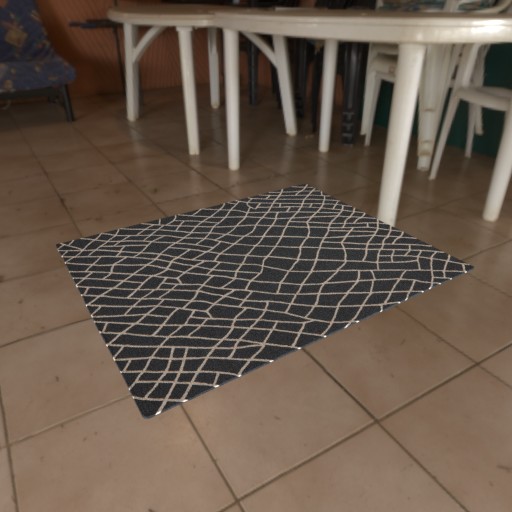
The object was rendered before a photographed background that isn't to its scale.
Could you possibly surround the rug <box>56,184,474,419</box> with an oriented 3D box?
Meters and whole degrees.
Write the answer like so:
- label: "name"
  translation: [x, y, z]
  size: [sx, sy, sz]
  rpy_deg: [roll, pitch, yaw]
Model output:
- label: "rug"
  translation: [0.000, 0.000, 4.091]
  size: [3.047, 0.022, 2.439]
  rpy_deg: [-18, 35, -28]
